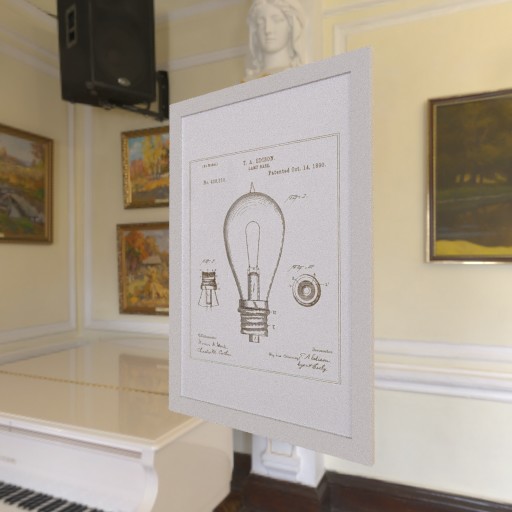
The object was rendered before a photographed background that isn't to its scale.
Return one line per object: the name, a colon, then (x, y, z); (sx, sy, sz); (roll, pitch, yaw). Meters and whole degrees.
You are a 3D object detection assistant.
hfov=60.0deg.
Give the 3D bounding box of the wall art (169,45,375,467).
wall art: (0.000, 0.000, 0.597); (0.325, 0.474, 0.010); (-1, -1, 36)
